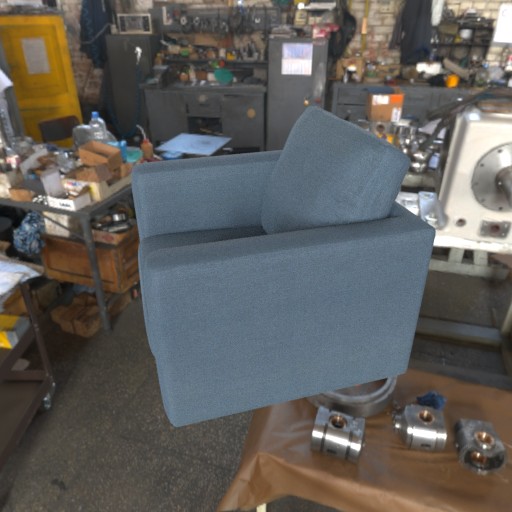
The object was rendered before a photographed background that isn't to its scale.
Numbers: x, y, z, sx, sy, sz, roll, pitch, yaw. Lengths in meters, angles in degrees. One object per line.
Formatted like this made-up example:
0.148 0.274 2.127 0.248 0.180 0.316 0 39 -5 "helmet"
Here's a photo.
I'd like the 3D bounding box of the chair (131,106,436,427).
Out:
0.000 0.000 1.583 0.820 0.922 0.855 -8 31 -14 "chair"
